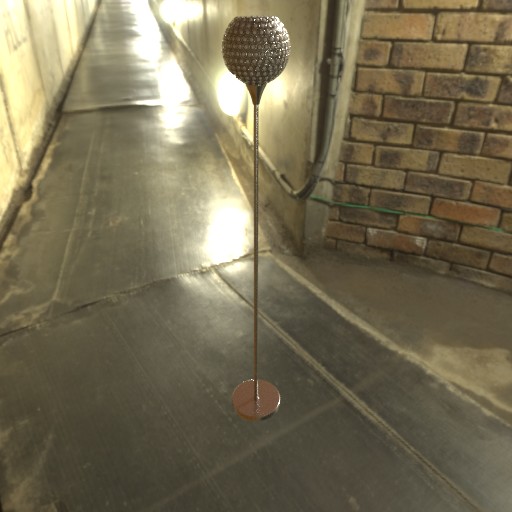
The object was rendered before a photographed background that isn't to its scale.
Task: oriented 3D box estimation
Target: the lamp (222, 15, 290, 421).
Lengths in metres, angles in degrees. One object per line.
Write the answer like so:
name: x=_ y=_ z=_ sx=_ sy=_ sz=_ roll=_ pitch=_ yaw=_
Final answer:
lamp: x=0.000 y=0.000 z=1.897 sx=0.254 sy=1.805 sz=0.254 roll=0 pitch=31 yaw=0
